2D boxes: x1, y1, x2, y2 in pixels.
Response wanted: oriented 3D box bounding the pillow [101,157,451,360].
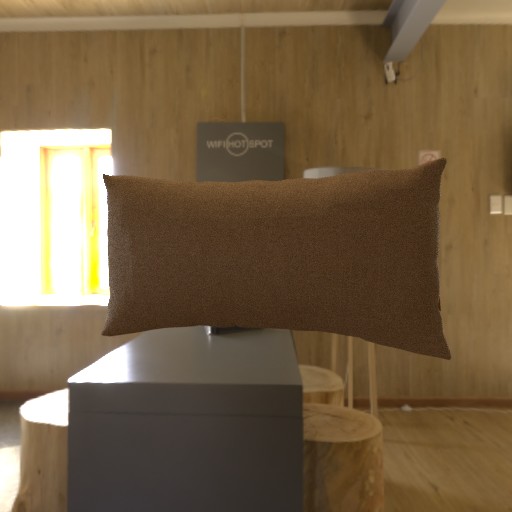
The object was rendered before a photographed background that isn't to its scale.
[{"bbox_3d":[0.000,0.000,0.750,0.612,0.308,0.148,0,1,17],"label":"pillow"}]
